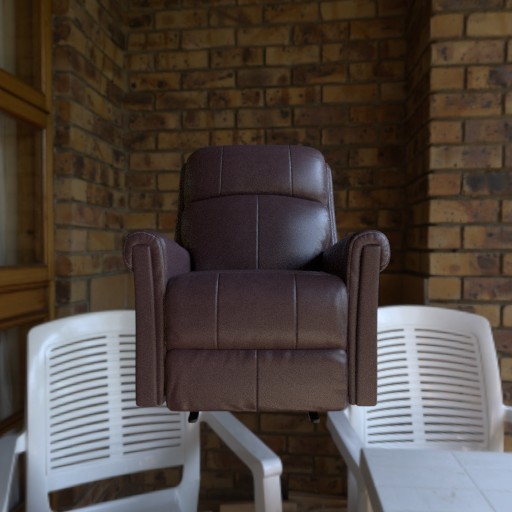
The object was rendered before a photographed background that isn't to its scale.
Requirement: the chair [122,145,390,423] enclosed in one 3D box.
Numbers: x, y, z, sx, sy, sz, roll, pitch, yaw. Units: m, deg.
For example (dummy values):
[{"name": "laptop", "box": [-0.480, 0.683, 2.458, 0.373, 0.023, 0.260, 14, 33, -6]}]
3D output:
[{"name": "chair", "box": [0.000, 0.000, 1.828, 0.838, 1.054, 1.014, 0, 1, 0]}]
